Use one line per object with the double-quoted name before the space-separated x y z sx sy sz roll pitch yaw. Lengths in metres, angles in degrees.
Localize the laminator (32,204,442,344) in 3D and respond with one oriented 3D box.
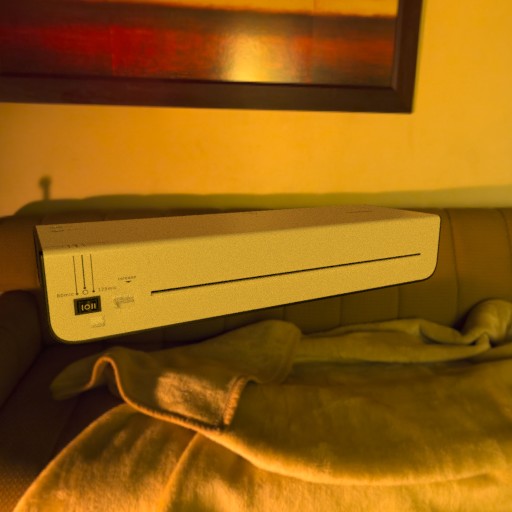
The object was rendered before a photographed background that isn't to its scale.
"laminator" 0.000 0.000 0.386 0.340 0.062 0.123 -7 15 -27
